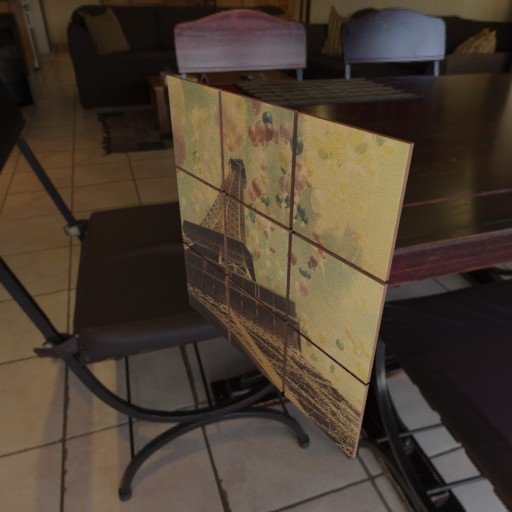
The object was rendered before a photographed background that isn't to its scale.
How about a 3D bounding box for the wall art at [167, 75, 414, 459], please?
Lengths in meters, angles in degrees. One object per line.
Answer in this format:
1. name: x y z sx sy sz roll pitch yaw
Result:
1. wall art: 0.000 0.000 1.834 0.017 1.246 1.256 -22 37 -31
